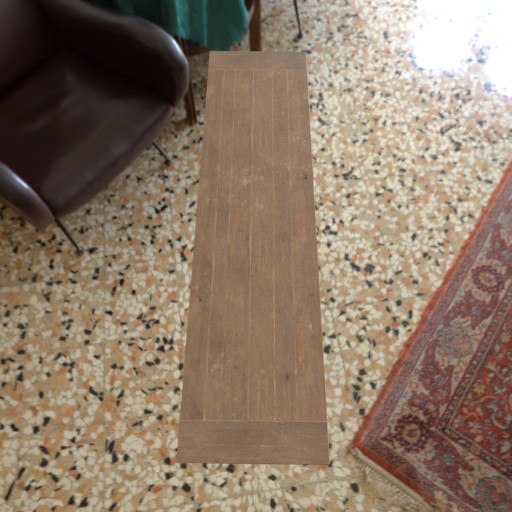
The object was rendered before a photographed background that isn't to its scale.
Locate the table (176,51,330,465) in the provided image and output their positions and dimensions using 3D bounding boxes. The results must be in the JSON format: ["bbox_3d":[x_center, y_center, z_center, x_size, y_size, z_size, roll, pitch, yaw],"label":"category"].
[{"bbox_3d":[0.000,0.000,2.102,0.465,0.810,1.800,1,64,0],"label":"table"}]
